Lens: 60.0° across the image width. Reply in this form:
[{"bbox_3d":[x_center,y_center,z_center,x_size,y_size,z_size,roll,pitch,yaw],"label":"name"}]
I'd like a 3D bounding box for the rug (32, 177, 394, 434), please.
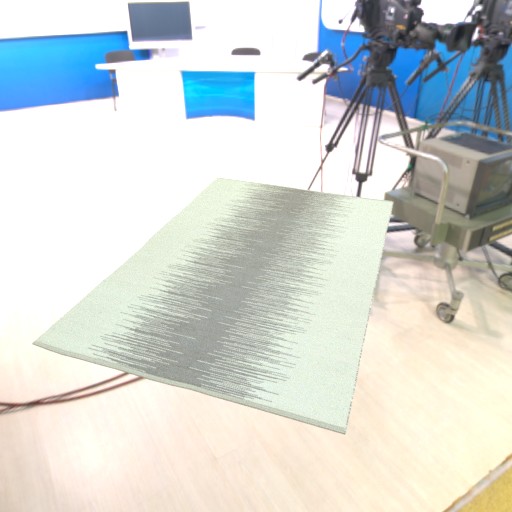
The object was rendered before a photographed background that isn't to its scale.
[{"bbox_3d":[0.000,0.000,2.278,1.226,0.007,1.815,11,34,16],"label":"rug"}]
